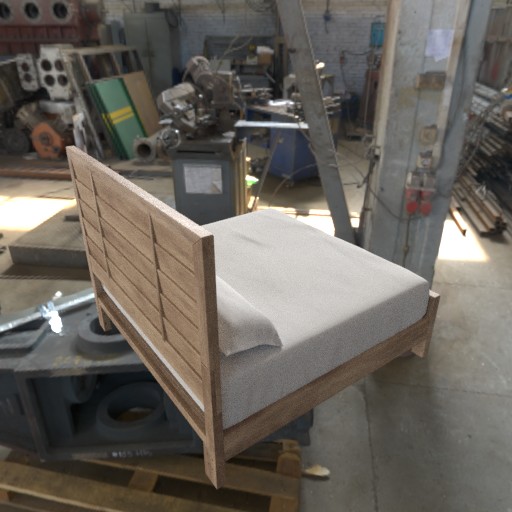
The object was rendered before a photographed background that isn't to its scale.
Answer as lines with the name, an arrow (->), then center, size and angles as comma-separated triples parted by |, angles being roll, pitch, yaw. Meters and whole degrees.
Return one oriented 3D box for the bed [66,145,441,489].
bed -> 0.000, 0.000, 3.503 | 2.062, 1.626, 2.032 | -18, 32, -32
